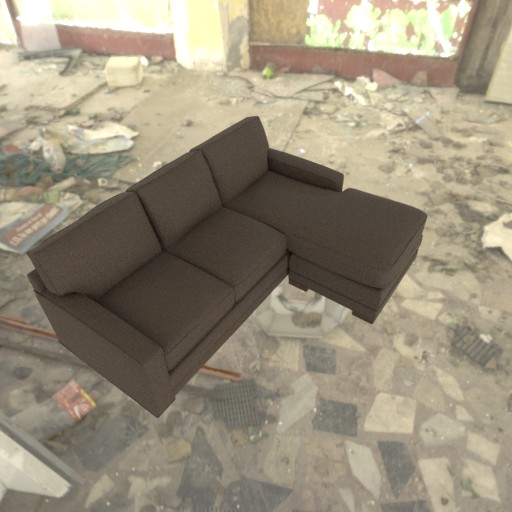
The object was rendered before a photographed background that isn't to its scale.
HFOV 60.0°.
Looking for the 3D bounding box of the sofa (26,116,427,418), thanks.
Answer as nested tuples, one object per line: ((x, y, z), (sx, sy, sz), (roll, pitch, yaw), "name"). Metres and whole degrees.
((0.000, 0.000, 3.201), (1.790, 0.973, 2.370), (26, 48, 25), "sofa")
